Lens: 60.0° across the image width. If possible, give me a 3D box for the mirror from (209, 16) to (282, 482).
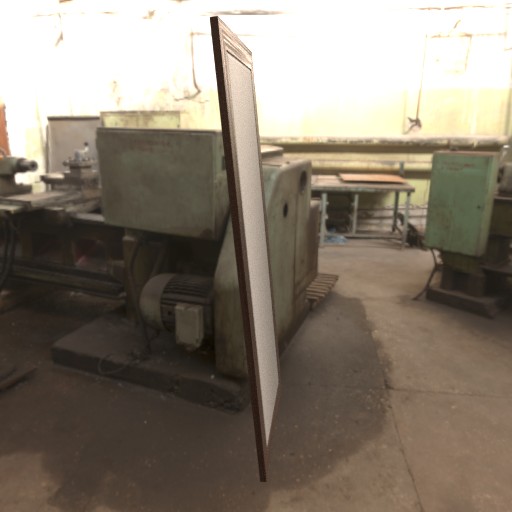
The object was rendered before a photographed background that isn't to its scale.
[{"bbox_3d":[0.000,0.000,2.245,0.221,2.020,0.812,2,16,8],"label":"mirror"}]
